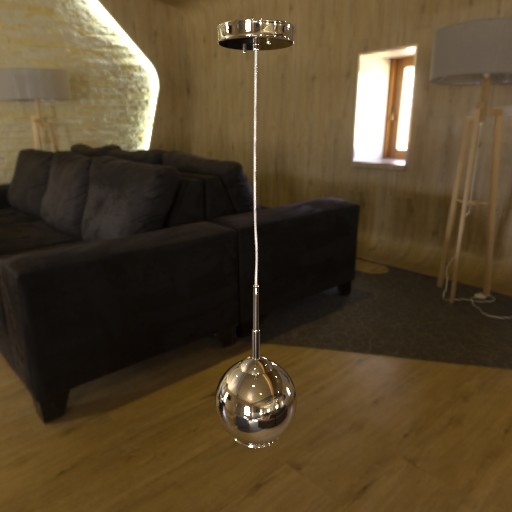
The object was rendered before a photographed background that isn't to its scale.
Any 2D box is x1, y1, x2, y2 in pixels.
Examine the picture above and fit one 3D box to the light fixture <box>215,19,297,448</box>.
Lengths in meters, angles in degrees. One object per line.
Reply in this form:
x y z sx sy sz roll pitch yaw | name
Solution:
0.000 0.000 1.649 0.336 1.538 0.336 -8 18 -25 | light fixture
